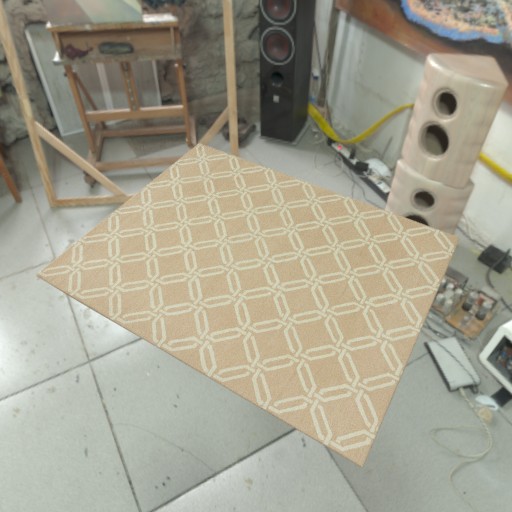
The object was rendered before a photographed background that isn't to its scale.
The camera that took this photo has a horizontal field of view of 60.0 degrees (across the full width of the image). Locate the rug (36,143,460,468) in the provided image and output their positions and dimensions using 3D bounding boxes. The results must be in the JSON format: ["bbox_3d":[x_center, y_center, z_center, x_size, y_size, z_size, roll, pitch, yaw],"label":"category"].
[{"bbox_3d":[0.000,0.000,3.829,2.895,0.018,2.288,24,52,21],"label":"rug"}]
